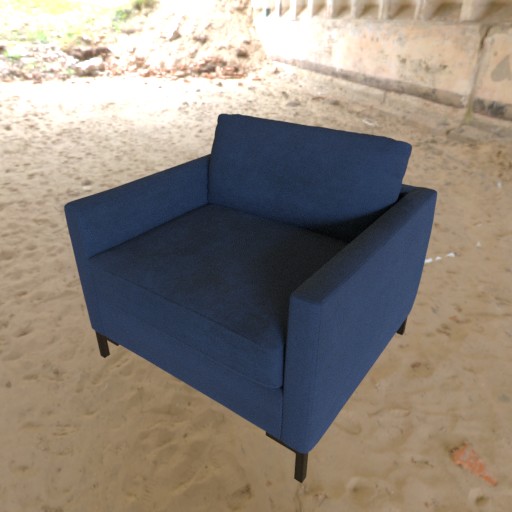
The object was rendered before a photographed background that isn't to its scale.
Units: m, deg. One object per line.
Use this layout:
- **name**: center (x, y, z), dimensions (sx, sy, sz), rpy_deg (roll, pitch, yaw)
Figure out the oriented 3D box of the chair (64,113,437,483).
- **chair**: center (0.000, 0.000, 1.564), dimensions (0.964, 0.812, 0.875), rpy_deg (19, 35, 31)
